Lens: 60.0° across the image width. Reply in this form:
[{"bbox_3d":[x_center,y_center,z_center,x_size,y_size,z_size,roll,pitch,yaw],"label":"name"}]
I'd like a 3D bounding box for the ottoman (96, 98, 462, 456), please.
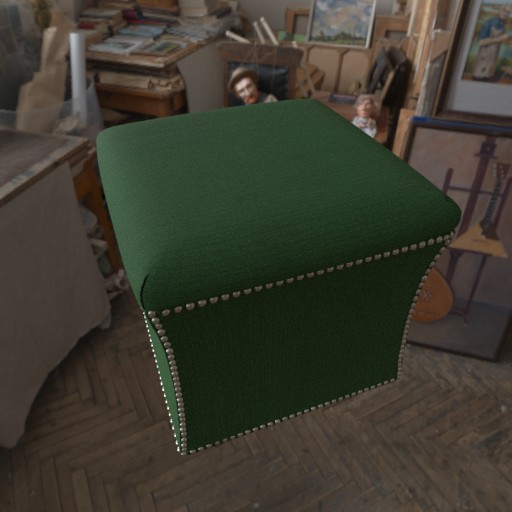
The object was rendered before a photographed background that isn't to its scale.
[{"bbox_3d":[0.000,0.000,0.890,0.507,0.475,0.497,-14,41,-16],"label":"ottoman"}]
